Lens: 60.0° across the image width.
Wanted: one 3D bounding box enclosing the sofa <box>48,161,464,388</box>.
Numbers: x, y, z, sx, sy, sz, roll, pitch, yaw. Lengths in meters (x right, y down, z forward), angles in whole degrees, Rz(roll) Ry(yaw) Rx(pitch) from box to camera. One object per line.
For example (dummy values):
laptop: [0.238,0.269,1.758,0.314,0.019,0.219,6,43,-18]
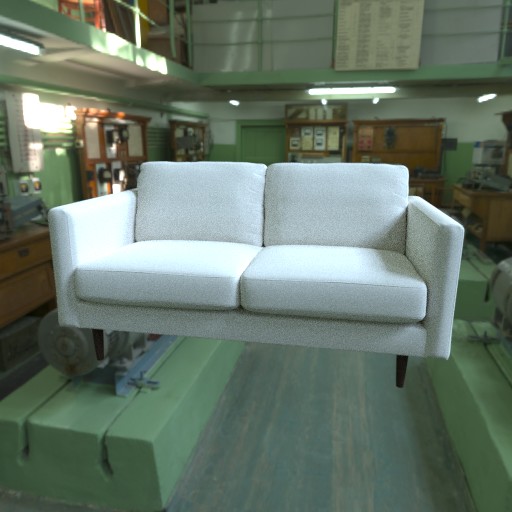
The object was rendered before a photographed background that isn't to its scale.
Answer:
sofa: [0.000,0.000,2.217,1.713,0.893,0.940,3,15,10]
